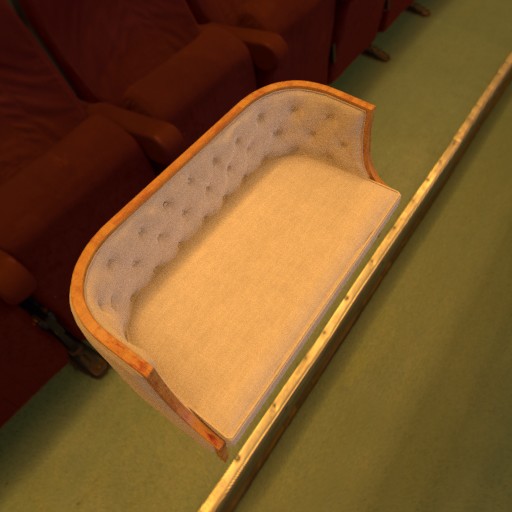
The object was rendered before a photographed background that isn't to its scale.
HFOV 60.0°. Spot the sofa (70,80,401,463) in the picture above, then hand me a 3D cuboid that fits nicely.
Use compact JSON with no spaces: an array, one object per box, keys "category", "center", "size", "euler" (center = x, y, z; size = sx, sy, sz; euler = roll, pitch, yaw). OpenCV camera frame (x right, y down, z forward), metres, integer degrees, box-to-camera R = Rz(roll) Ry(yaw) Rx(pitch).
[{"category":"sofa","center":[0.000,0.000,1.959],"size":[0.770,0.775,1.474],"euler":[31,63,18]}]
